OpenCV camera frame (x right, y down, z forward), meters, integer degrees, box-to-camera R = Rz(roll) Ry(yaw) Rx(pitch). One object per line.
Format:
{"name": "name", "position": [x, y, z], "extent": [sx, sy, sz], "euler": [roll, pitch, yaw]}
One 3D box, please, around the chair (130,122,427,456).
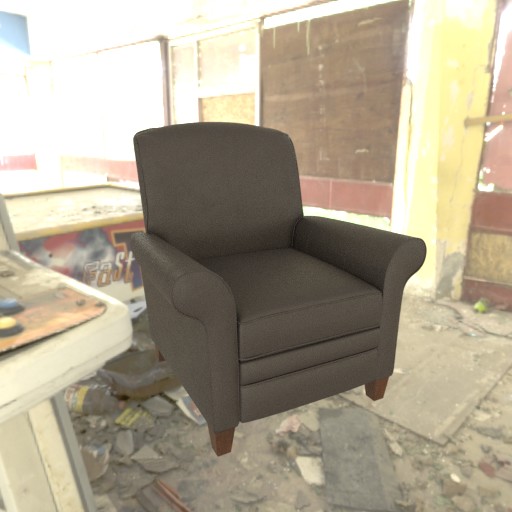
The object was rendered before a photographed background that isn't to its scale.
{"name": "chair", "position": [0.000, 0.000, 1.808], "extent": [0.978, 1.061, 0.902], "euler": [-8, 18, -27]}
